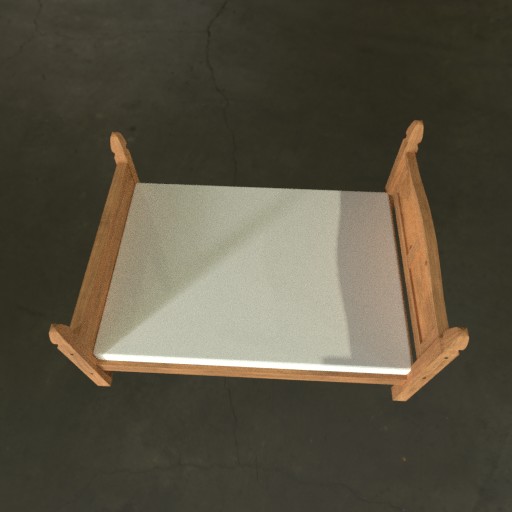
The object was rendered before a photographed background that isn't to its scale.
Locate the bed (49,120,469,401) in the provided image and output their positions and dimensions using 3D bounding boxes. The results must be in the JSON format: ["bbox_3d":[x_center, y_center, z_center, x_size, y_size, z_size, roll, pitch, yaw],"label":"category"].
[{"bbox_3d":[0.000,0.000,2.894,2.069,1.100,1.490,2,58,2],"label":"bed"}]
